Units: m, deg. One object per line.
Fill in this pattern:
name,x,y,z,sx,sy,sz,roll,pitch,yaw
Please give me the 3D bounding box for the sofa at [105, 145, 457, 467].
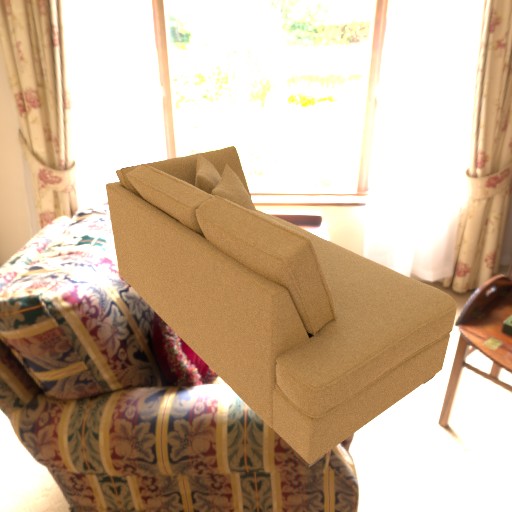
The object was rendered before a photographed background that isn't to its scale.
sofa,0.000,0.000,2.841,1.110,1.033,2.237,-18,32,-33
